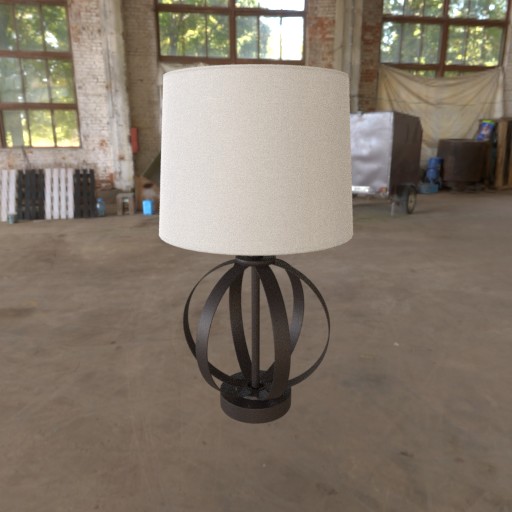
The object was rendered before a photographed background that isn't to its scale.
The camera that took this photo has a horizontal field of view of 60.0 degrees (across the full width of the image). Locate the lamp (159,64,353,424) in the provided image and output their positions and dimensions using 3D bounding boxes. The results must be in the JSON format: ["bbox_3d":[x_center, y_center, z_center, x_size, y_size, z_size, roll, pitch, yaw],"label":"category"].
[{"bbox_3d":[0.000,0.000,0.680,0.286,0.510,0.286,0,15,0],"label":"lamp"}]
